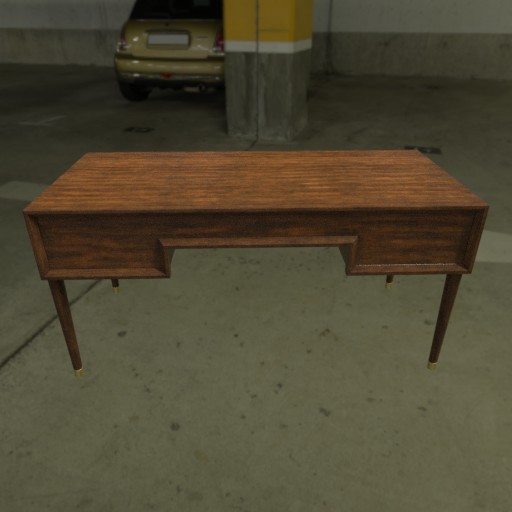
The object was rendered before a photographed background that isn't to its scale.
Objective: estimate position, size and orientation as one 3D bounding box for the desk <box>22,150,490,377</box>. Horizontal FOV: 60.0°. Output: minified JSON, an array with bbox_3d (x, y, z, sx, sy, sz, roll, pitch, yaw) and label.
[{"bbox_3d":[0.000,0.000,1.992,1.575,0.762,0.724,-1,29,-1],"label":"desk"}]
